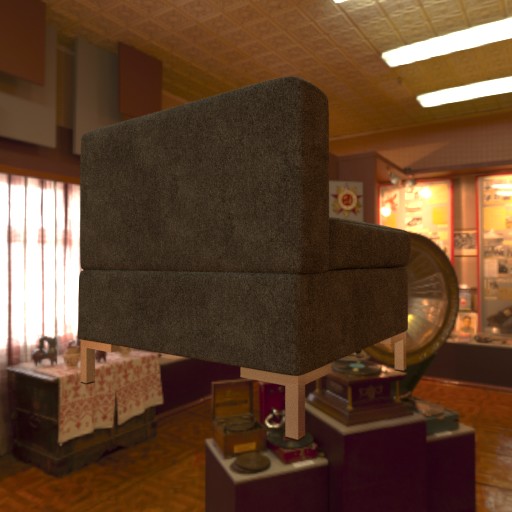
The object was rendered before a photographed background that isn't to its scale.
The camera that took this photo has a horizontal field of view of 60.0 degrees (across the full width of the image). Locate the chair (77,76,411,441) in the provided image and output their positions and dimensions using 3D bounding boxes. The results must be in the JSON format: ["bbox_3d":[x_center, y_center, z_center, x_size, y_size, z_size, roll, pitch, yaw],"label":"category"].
[{"bbox_3d":[0.000,0.000,1.225,0.680,0.660,0.680,0,-1,35],"label":"chair"}]
